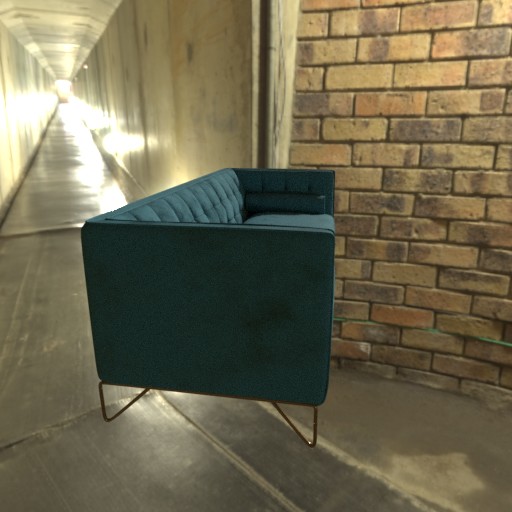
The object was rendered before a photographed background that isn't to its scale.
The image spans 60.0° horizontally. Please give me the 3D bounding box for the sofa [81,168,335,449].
[{"bbox_3d":[0.000,0.000,2.476,0.867,0.789,2.087,3,17,9],"label":"sofa"}]
